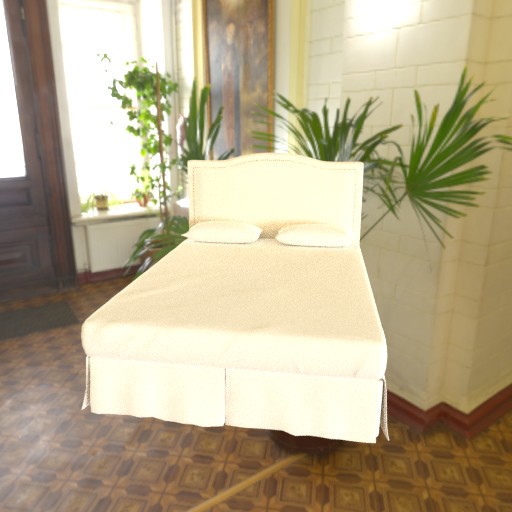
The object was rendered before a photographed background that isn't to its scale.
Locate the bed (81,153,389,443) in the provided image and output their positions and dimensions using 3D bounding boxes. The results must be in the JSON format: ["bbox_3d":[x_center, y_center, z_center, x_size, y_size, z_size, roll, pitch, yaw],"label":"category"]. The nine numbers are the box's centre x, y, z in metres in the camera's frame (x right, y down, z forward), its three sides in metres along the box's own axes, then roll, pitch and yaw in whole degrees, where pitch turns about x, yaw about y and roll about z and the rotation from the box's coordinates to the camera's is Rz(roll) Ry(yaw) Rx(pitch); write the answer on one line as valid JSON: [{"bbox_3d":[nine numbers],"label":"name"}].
[{"bbox_3d":[0.000,0.000,3.410,1.821,1.436,2.282,2,16,8],"label":"bed"}]
